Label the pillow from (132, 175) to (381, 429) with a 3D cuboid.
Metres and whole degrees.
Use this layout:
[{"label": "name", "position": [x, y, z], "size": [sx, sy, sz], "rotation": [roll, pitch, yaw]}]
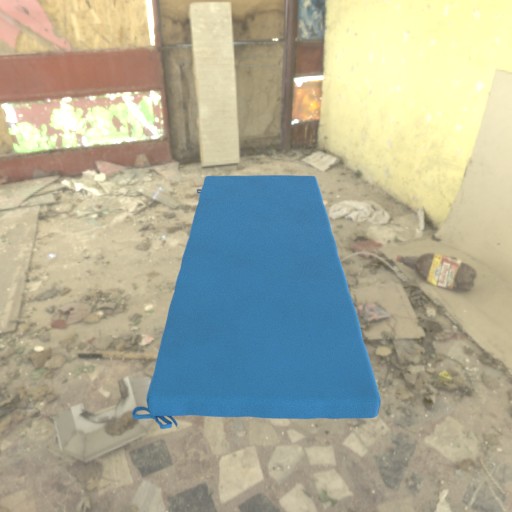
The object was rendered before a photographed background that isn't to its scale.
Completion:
[{"label": "pillow", "position": [0.000, 0.000, 1.342], "size": [0.492, 0.081, 1.187], "rotation": [0, 32, 0]}]
